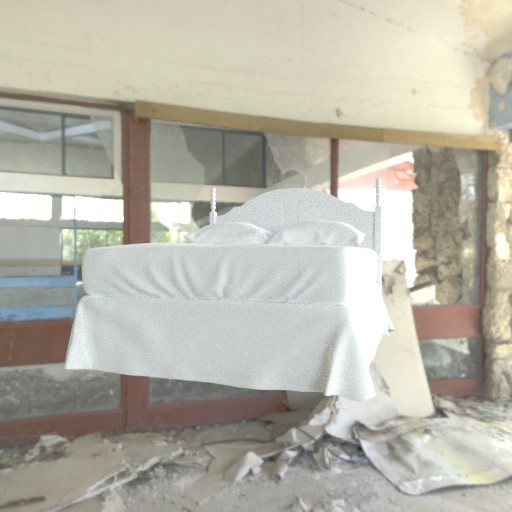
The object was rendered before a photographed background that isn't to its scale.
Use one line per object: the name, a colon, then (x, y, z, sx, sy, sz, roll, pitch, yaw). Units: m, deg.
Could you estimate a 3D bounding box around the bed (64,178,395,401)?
bed: (0.000, 0.000, 3.242, 1.873, 1.356, 2.040, 0, 0, 20)
